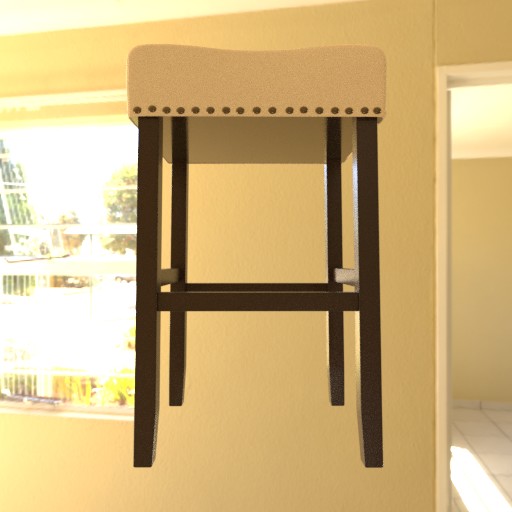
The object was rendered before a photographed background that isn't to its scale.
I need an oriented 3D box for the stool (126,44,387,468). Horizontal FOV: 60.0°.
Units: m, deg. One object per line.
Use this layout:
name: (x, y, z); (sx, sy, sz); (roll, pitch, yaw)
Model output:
stool: (0.000, 0.000, 0.981); (0.471, 0.762, 0.401); (0, -1, 0)
